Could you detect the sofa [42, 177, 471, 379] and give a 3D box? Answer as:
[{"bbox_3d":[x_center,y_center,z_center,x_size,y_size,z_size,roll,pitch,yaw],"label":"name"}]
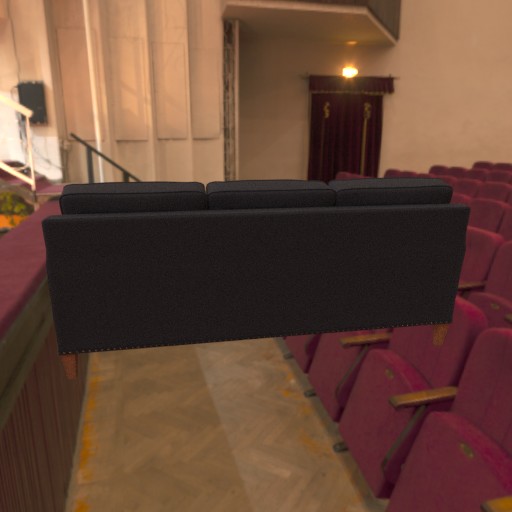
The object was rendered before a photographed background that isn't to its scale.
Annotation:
[{"bbox_3d":[0.000,0.000,2.770,2.246,1.003,1.084,-3,15,-10],"label":"sofa"}]
